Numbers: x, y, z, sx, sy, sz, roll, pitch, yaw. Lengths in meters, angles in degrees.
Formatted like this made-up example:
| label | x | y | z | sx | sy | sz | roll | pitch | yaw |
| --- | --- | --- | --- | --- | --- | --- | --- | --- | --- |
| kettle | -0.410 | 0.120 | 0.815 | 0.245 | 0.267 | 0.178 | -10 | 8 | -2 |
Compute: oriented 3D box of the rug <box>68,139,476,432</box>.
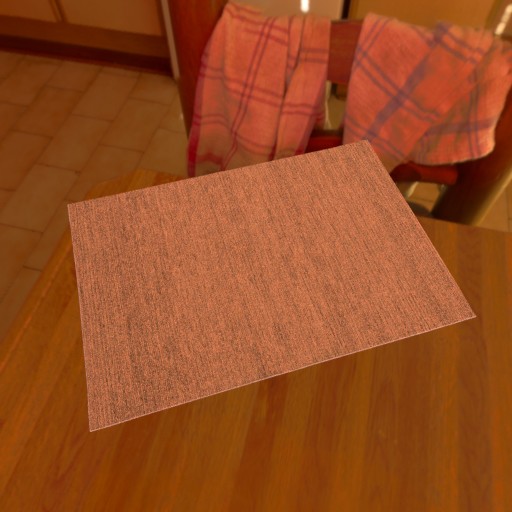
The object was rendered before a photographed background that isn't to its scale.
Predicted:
| label | x | y | z | sx | sy | sz | roll | pitch | yaw |
| --- | --- | --- | --- | --- | --- | --- | --- | --- | --- |
| rug | 0.000 | 0.000 | 2.937 | 2.338 | 0.030 | 1.616 | -14 | 58 | -9 |
